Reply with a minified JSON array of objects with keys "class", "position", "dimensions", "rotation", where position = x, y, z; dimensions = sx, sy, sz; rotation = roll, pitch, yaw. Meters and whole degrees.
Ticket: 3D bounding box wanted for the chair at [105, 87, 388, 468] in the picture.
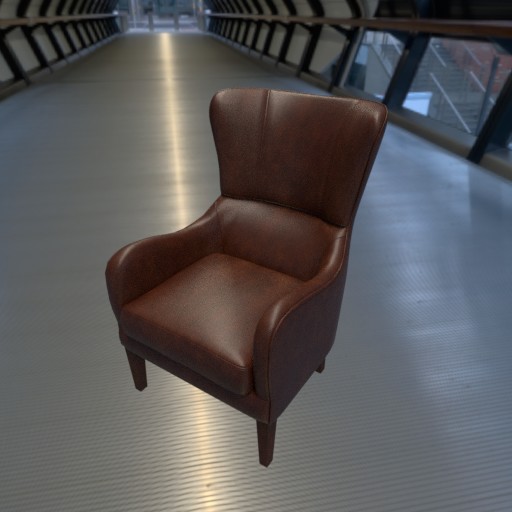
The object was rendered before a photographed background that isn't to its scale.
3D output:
[{"class":"chair","position":[0.000,0.000,1.642],"dimensions":[0.692,1.048,0.914],"rotation":[18,35,29]}]
